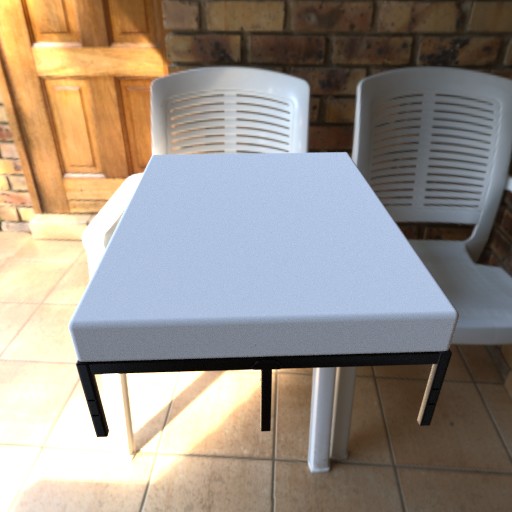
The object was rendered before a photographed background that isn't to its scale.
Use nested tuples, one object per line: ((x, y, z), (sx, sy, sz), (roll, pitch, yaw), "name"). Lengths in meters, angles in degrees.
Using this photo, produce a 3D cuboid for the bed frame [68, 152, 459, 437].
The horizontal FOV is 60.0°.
((0.000, 0.000, 2.757), (1.557, 0.659, 2.072), (-1, 31, -2), "bed frame")
